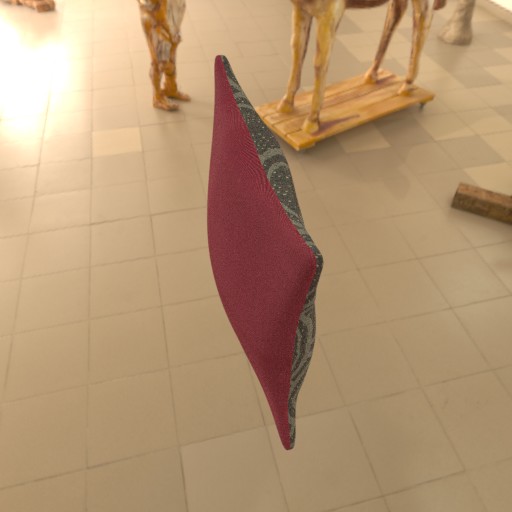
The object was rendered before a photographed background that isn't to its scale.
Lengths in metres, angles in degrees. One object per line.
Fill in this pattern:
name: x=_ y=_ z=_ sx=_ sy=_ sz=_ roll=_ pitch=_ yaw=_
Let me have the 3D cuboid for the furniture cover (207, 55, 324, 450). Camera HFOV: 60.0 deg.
furniture cover: x=0.000 y=0.000 z=0.796 sx=0.163 sy=0.513 sz=0.514 roll=-10 pitch=47 yaw=-10
